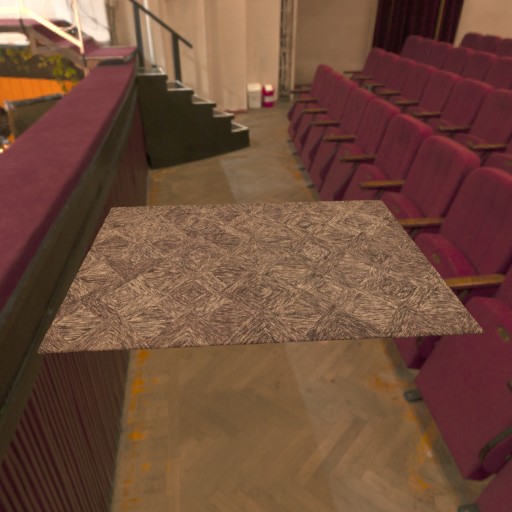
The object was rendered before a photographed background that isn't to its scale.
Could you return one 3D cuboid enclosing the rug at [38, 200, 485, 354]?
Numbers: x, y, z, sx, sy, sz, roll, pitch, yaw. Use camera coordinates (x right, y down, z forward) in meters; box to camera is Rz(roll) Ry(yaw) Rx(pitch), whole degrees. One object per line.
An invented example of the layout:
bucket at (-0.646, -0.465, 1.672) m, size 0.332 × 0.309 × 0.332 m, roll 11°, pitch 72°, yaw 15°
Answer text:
rug at (0.000, 0.000, 4.198) m, size 3.204 × 0.017 × 2.448 m, roll -2°, pitch 31°, yaw -3°
